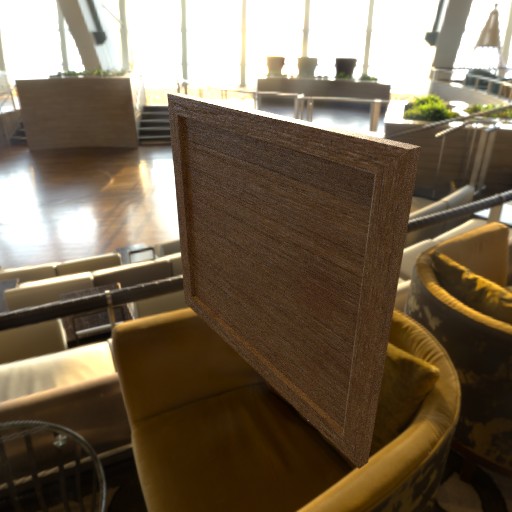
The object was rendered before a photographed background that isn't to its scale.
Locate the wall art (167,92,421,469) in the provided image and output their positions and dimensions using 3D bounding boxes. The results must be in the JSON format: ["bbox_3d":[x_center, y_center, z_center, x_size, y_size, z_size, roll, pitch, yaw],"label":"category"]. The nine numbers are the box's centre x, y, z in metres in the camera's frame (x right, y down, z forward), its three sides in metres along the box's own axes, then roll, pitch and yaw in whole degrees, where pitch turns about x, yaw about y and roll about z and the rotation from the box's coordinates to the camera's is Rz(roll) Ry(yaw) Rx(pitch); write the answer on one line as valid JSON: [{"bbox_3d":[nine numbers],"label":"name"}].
[{"bbox_3d":[0.000,0.000,0.940,0.026,0.588,0.690,-18,32,-31],"label":"wall art"}]
